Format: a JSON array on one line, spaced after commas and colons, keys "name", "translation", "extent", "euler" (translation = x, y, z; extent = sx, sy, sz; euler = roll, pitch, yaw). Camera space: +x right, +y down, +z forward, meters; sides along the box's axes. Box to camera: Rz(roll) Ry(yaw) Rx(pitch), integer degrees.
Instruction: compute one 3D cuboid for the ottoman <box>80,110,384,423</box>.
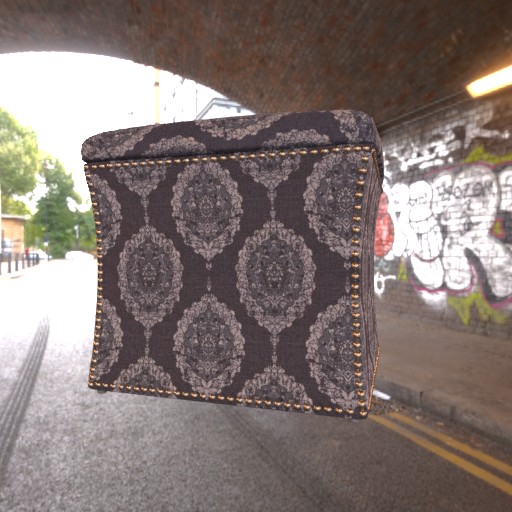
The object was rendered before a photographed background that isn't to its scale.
[{"name": "ottoman", "translation": [0.000, 0.000, 0.915], "extent": [0.507, 0.475, 0.497], "euler": [0, 1, 18]}]
